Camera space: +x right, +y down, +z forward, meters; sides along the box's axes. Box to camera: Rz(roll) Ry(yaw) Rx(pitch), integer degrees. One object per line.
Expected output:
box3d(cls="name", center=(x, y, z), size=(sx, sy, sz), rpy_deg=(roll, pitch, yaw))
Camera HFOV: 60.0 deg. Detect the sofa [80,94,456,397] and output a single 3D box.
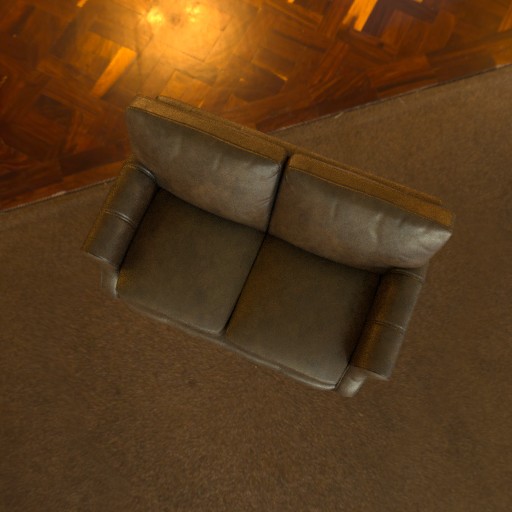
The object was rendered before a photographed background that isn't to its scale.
box3d(cls="sofa", center=(0.000, 0.000, 2.262), size=(1.616, 0.976, 0.990), rpy_deg=(22, 77, 5))
